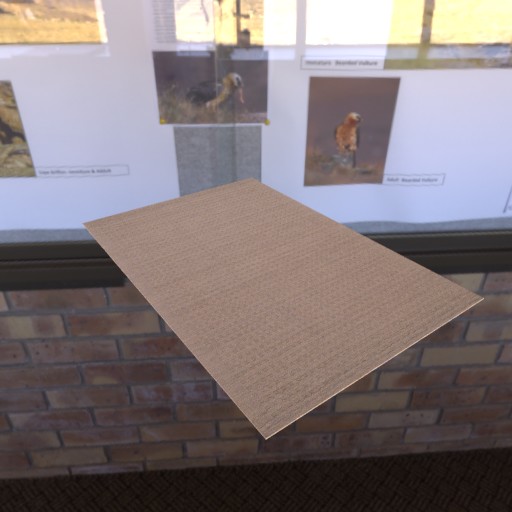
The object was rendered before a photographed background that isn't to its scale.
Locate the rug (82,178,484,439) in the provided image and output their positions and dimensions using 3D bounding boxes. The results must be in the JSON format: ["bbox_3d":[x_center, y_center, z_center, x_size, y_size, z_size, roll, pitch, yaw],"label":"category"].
[{"bbox_3d":[0.000,0.000,3.715,1.981,0.006,2.895,-21,37,-30],"label":"rug"}]
